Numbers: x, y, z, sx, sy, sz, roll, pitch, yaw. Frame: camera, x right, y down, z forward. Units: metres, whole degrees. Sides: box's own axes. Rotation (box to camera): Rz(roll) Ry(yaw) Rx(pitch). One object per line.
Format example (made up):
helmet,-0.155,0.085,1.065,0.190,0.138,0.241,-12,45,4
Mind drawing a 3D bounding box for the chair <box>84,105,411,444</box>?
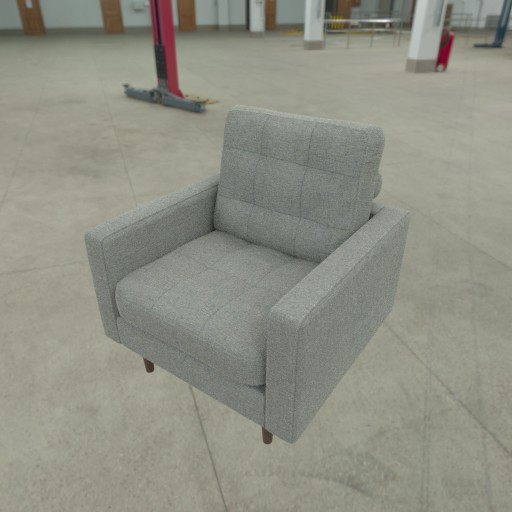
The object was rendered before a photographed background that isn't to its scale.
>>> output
chair,0.000,0.000,1.561,0.821,0.880,0.843,20,35,30
